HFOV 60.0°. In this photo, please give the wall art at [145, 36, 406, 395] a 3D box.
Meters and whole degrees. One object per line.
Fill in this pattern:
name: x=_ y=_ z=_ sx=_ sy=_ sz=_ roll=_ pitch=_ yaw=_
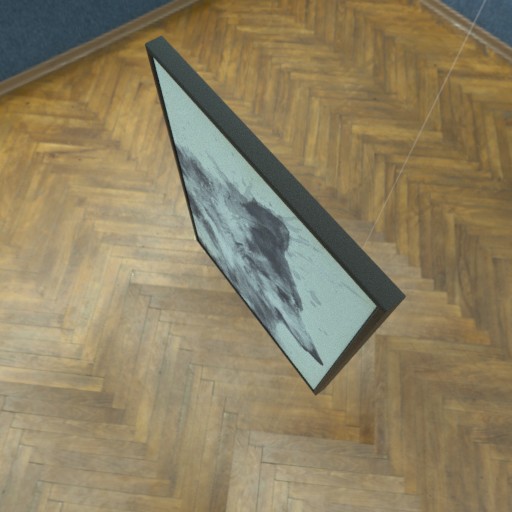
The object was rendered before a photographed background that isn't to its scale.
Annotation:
wall art: x=0.000 y=0.000 z=0.748 sx=0.028 sy=0.551 sz=0.451 roll=-34 pitch=69 yaw=-15
